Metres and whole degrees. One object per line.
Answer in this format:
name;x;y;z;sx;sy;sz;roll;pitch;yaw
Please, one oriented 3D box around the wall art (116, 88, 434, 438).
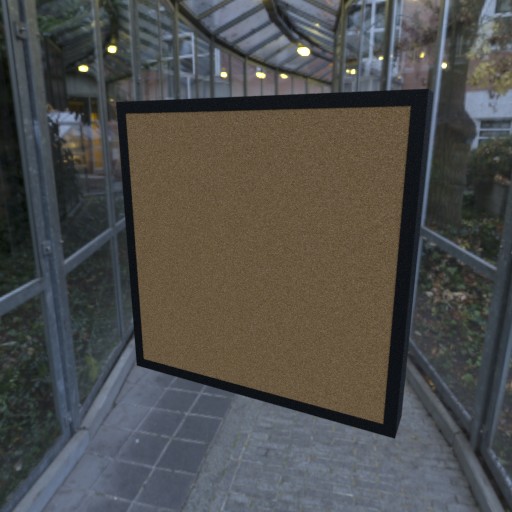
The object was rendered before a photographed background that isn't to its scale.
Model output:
wall art;0.000;0.000;0.450;0.305;0.304;0.038;7;17;25
